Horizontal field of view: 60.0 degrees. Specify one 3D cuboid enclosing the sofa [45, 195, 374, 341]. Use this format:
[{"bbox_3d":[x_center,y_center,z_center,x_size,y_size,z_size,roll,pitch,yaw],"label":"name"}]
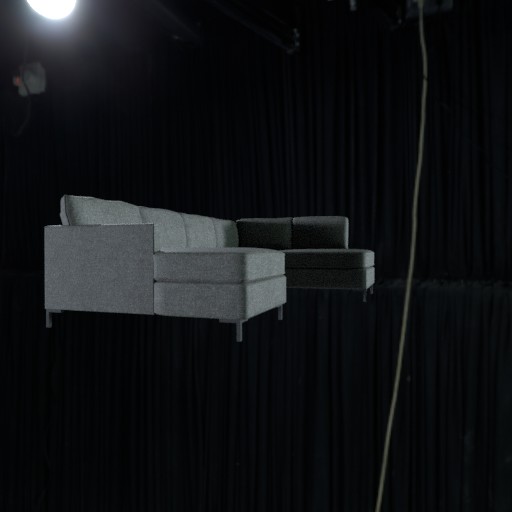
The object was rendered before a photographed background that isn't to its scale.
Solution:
[{"bbox_3d":[0.000,0.000,4.417,2.048,0.999,3.423,0,1,19],"label":"sofa"}]
